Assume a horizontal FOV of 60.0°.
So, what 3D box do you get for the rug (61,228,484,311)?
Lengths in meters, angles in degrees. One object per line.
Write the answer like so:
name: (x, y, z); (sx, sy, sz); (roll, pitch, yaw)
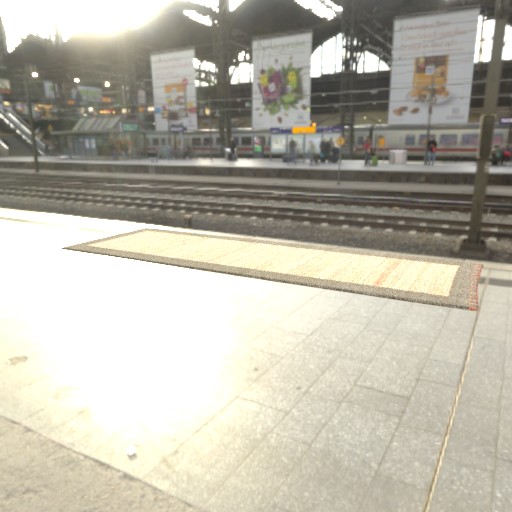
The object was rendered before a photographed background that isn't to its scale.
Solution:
rug: (0.000, 0.000, 2.645); (2.413, 0.016, 0.810); (7, 16, 27)
